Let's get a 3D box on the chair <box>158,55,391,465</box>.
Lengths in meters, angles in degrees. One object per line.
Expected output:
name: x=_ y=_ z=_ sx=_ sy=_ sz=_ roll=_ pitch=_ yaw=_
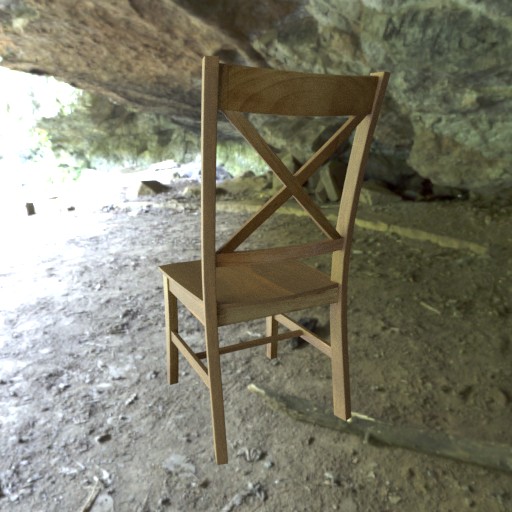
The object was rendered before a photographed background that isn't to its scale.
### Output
chair: x=0.000 y=0.000 z=1.310 sx=0.485 sy=0.983 sz=0.542 roll=-8 pitch=17 yaw=-27
